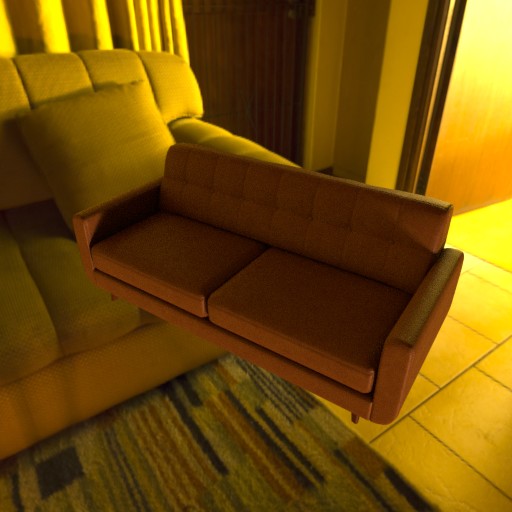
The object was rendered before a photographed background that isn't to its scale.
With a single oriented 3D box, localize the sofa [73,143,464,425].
[{"bbox_3d":[0.000,0.000,2.657,2.137,0.892,0.980,20,37,29],"label":"sofa"}]
